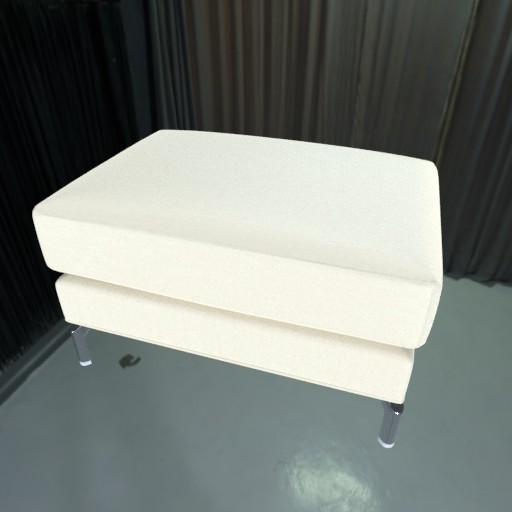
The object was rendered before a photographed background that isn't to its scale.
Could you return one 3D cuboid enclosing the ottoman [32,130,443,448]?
[{"bbox_3d":[0.000,0.000,1.159,0.835,0.497,0.581,10,34,15],"label":"ottoman"}]
